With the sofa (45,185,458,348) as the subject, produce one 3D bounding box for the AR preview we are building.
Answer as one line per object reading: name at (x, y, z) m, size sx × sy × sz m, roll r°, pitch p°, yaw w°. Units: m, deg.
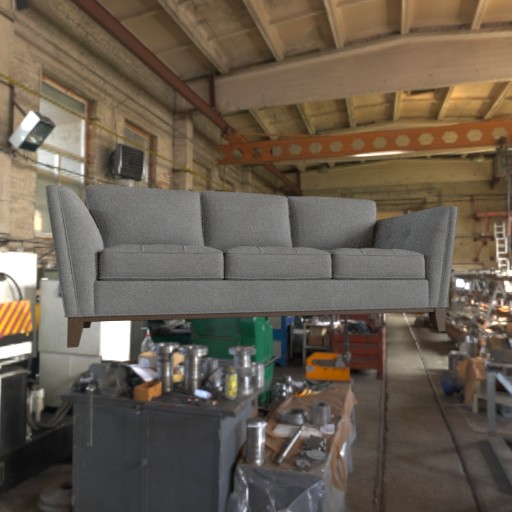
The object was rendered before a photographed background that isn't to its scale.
sofa at (0.000, 0.000, 2.898) m, size 2.387 × 0.940 × 0.965 m, roll 1°, pitch -2°, yaw -17°
